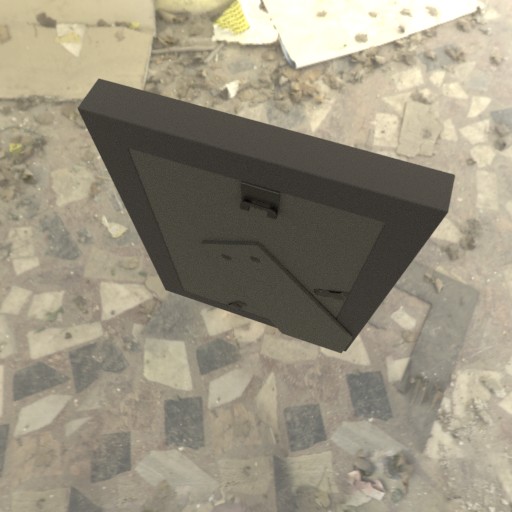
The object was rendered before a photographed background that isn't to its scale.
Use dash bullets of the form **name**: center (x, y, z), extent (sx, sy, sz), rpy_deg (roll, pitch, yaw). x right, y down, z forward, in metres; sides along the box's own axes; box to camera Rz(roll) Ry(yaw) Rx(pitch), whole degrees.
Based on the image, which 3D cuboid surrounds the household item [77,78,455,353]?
- **household item**: center (0.000, 0.000, 0.232), extent (0.133, 0.178, 0.022), rpy_deg (18, 65, 8)
